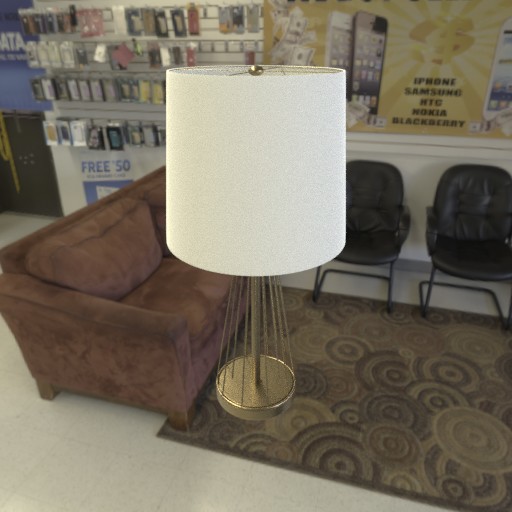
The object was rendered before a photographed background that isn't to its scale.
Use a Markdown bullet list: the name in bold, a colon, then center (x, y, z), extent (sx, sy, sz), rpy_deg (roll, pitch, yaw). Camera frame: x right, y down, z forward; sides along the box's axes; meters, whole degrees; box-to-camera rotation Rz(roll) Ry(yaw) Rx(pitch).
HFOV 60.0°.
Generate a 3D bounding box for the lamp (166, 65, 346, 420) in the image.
- **lamp**: center (0.000, 0.000, 0.781), extent (0.303, 0.618, 0.303), rpy_deg (0, 26, 0)
